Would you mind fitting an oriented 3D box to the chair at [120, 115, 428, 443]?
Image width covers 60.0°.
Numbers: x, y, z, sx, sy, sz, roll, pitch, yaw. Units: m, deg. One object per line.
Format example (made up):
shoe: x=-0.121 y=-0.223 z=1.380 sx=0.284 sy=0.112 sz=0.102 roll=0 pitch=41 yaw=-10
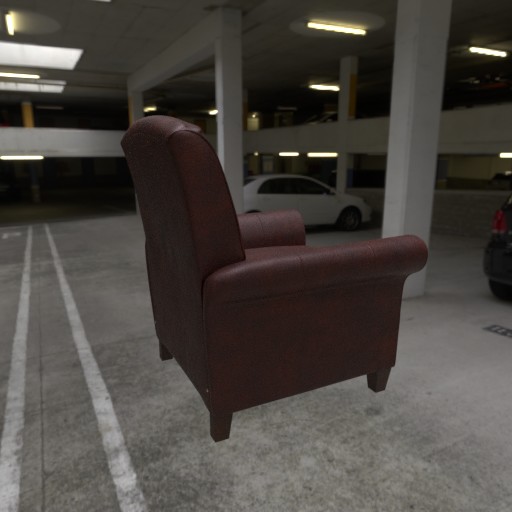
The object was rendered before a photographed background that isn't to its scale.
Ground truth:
chair: x=0.000 y=0.000 z=1.809 sx=0.902 sy=1.061 sz=0.978 roll=-7 pitch=15 yaw=-26
